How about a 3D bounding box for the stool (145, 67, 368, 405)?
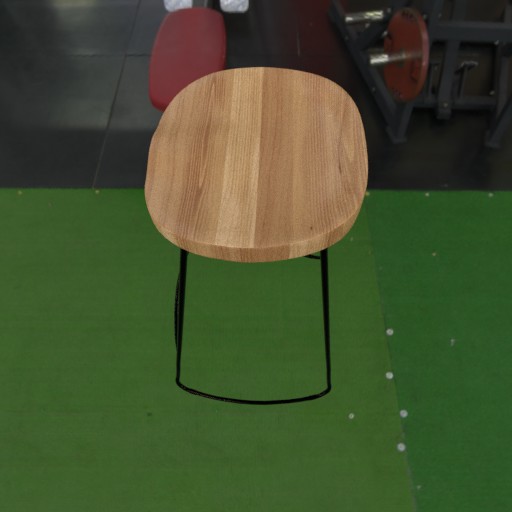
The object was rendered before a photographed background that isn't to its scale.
[{"bbox_3d":[0.000,0.000,0.981,0.401,0.679,0.480,2,58,1],"label":"stool"}]
